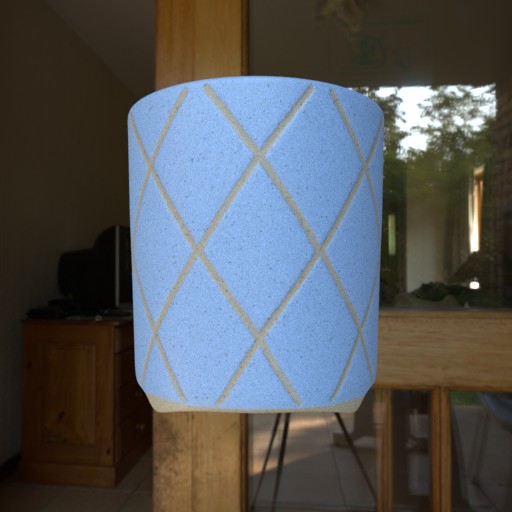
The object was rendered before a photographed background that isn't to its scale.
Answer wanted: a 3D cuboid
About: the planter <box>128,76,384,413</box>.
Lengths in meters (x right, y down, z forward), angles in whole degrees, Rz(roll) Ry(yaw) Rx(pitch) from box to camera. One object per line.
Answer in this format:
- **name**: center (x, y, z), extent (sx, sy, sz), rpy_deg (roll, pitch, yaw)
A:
- **planter**: center (0.000, 0.000, 0.341), extent (0.191, 0.200, 0.191), rpy_deg (0, -1, 0)
